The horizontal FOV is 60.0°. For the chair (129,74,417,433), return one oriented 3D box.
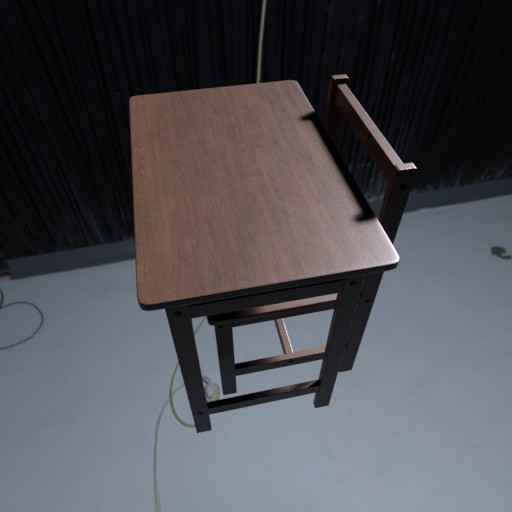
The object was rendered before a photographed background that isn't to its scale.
[{"bbox_3d":[0.000,0.000,1.039,0.463,0.673,0.599,-9,48,-8],"label":"chair"}]
